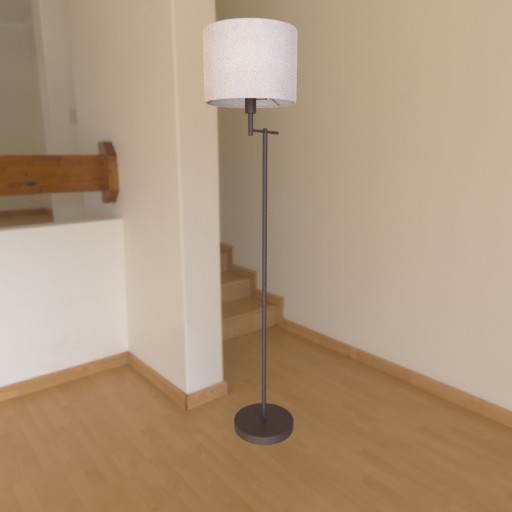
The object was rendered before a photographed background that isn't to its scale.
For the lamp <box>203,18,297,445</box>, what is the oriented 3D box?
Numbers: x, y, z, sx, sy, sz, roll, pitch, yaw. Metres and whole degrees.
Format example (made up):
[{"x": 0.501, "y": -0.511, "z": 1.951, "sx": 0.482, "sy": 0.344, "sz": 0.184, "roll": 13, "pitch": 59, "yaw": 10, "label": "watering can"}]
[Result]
[{"x": 0.000, "y": 0.000, "z": 1.742, "sx": 0.324, "sy": 1.600, "sz": 0.416, "roll": 6, "pitch": 14, "yaw": 25, "label": "lamp"}]
